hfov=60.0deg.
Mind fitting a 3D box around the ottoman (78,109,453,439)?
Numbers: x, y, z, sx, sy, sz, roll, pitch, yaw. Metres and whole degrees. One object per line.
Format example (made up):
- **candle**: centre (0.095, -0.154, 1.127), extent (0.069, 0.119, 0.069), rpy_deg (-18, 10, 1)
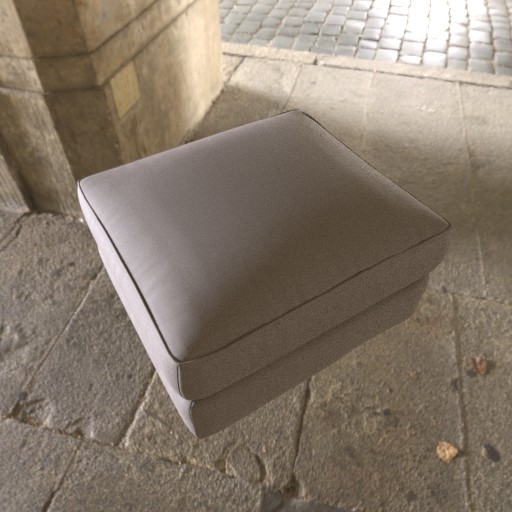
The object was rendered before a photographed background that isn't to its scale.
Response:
- **ottoman**: centre (0.000, 0.000, 1.194), extent (0.721, 0.505, 0.662), rpy_deg (-24, 52, -21)
